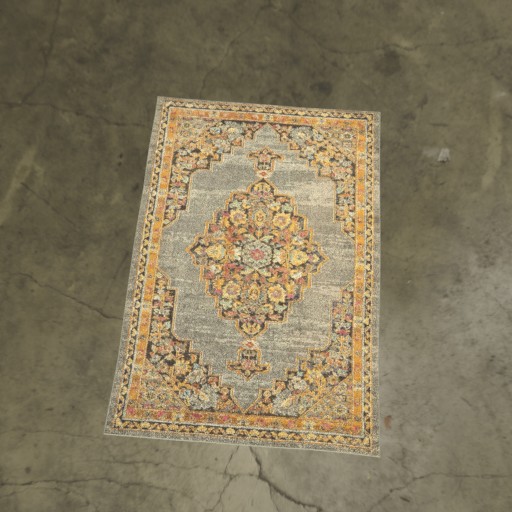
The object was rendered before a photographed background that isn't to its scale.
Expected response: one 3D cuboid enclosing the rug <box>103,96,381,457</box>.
[{"bbox_3d":[0.000,0.000,3.844,2.158,0.024,3.063,4,74,1],"label":"rug"}]
